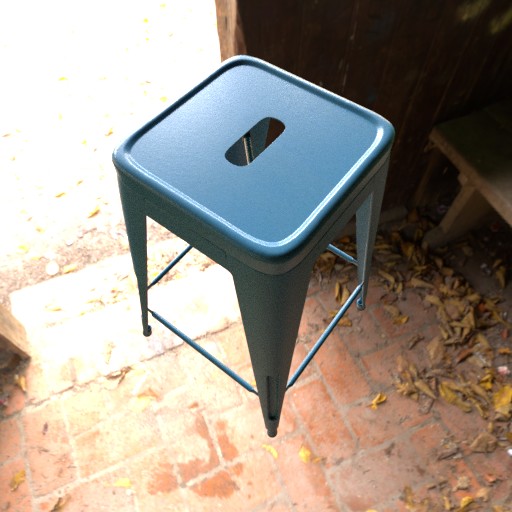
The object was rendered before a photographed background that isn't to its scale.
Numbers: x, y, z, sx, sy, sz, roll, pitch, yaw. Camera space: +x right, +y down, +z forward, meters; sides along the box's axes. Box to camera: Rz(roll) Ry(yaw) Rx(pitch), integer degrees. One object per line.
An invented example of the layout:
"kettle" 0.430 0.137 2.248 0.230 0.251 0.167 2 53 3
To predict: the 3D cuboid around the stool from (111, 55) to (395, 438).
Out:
"stool" 0.000 0.000 0.871 0.410 0.608 0.410 33 63 19
